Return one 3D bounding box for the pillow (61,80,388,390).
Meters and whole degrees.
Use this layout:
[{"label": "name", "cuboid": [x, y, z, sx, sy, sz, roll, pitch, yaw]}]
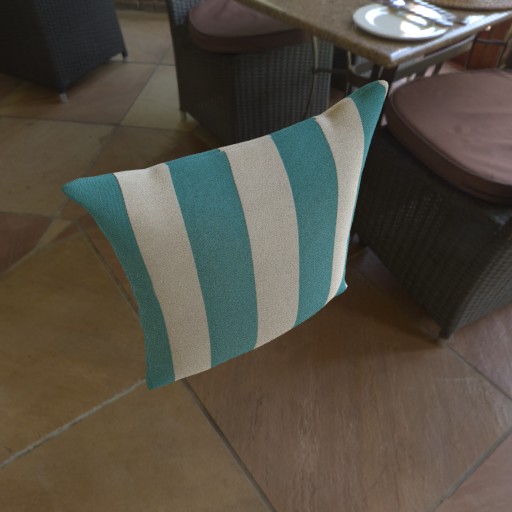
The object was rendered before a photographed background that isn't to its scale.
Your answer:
[{"label": "pillow", "cuboid": [0.000, 0.000, 0.805, 0.536, 0.526, 0.189, -25, 51, -22]}]
